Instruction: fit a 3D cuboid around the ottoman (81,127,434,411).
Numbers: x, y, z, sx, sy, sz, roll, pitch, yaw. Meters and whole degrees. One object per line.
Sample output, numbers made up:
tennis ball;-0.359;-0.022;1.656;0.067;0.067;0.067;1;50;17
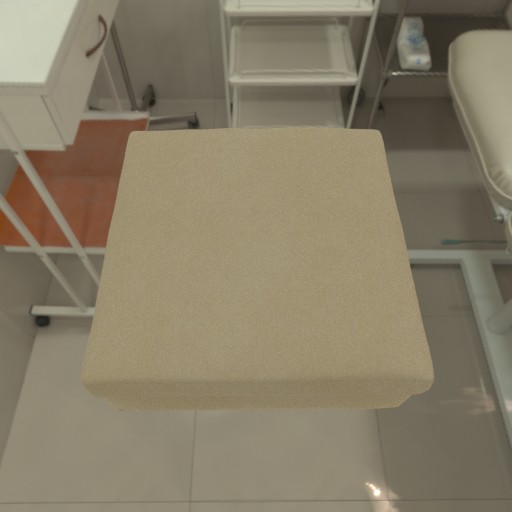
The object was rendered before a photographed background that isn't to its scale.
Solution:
ottoman;0.000;0.000;1.886;1.190;0.522;1.205;0;58;0
